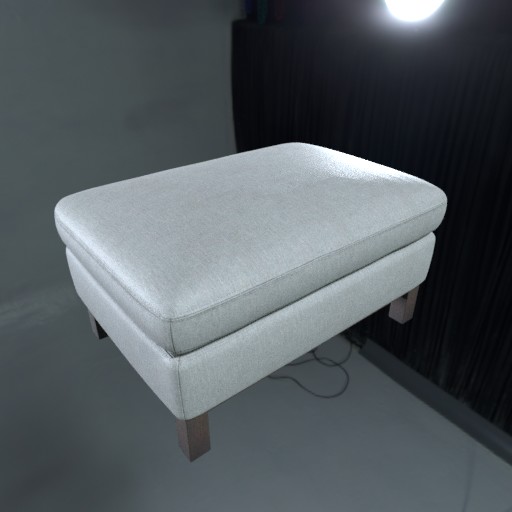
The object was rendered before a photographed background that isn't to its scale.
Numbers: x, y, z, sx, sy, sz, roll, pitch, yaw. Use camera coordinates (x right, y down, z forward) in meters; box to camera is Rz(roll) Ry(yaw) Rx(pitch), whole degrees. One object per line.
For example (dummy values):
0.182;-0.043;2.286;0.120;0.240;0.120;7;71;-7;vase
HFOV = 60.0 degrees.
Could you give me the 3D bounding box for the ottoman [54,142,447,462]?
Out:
0.000;0.000;1.029;0.735;0.404;0.528;-22;36;-33;ottoman
